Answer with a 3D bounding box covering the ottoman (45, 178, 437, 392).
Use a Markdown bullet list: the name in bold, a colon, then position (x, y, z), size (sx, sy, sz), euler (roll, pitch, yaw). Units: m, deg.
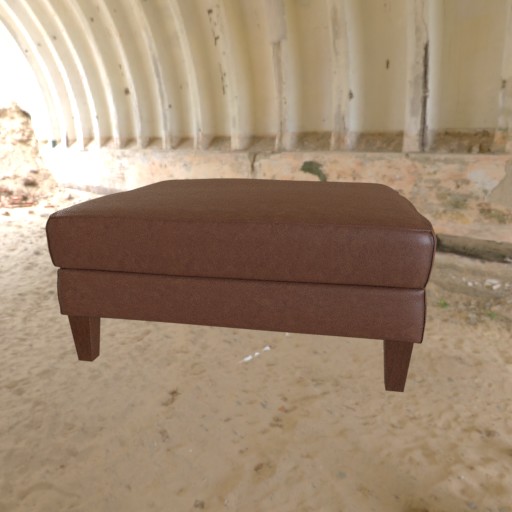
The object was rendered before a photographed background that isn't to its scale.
- **ottoman**: position (0.000, 0.000, 1.488), size (0.987, 0.472, 0.836), euler (3, 15, 10)
